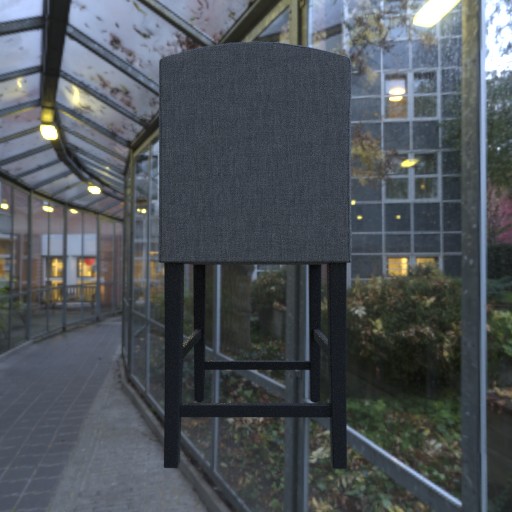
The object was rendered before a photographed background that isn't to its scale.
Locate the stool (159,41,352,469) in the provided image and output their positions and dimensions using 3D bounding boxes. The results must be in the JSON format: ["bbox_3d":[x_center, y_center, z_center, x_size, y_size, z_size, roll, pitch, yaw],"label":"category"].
[{"bbox_3d":[0.000,0.000,1.263,0.451,0.966,0.552,0,-2,0],"label":"stool"}]
